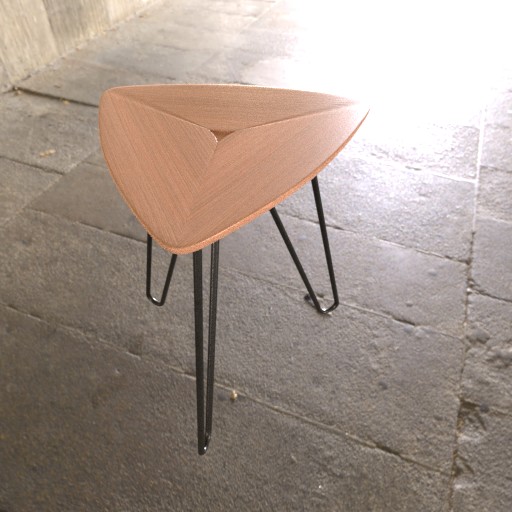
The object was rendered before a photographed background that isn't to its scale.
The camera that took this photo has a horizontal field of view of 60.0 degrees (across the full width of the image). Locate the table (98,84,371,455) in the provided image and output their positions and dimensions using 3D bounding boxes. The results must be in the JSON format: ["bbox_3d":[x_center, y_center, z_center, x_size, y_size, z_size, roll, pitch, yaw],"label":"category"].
[{"bbox_3d":[0.000,0.000,0.873,0.455,0.564,0.442,-17,48,-16],"label":"table"}]
